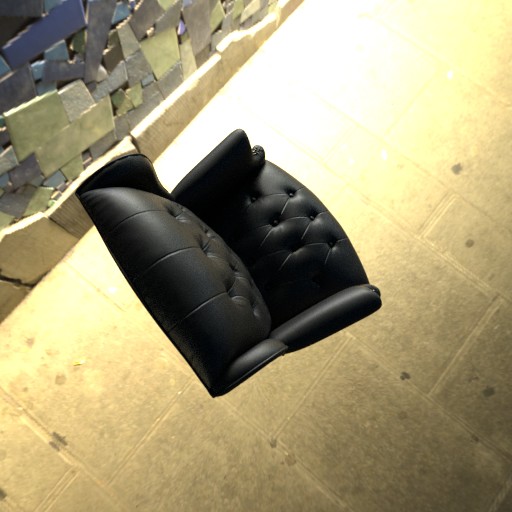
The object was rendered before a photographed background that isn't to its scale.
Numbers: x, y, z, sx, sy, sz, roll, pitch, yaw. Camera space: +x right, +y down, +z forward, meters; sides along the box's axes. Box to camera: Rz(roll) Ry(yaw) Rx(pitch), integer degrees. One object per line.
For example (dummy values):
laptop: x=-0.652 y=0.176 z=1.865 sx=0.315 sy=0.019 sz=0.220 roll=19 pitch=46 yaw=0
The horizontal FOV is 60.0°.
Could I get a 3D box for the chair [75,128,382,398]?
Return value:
chair: x=0.000 y=0.000 z=1.655 sx=0.762 sy=1.111 sz=0.838 roll=-35 pitch=78 yaw=-9
